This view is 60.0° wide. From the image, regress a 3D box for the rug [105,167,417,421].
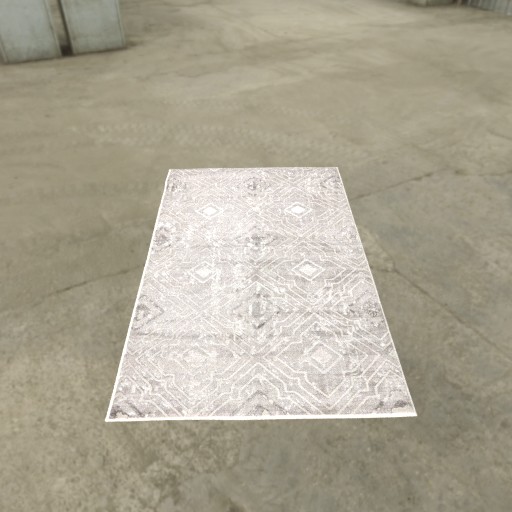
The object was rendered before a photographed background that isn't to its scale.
[{"bbox_3d":[0.000,0.000,3.092,1.537,0.036,2.447,-1,41,-1],"label":"rug"}]
